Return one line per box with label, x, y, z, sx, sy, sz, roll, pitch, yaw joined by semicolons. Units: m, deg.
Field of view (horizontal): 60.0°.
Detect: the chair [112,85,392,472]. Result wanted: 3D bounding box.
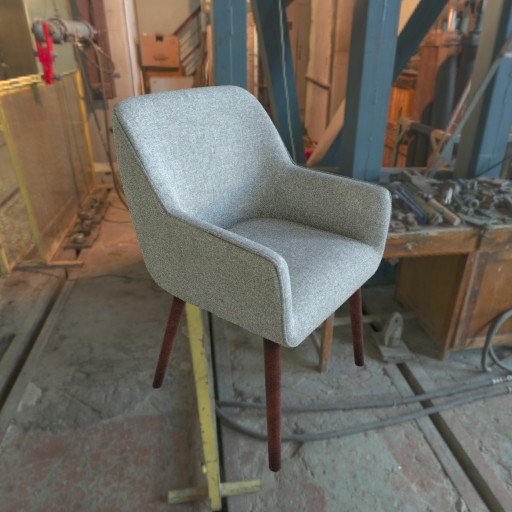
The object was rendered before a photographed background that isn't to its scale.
chair;0.000;0.000;1.175;0.519;0.803;0.543;18;32;33
